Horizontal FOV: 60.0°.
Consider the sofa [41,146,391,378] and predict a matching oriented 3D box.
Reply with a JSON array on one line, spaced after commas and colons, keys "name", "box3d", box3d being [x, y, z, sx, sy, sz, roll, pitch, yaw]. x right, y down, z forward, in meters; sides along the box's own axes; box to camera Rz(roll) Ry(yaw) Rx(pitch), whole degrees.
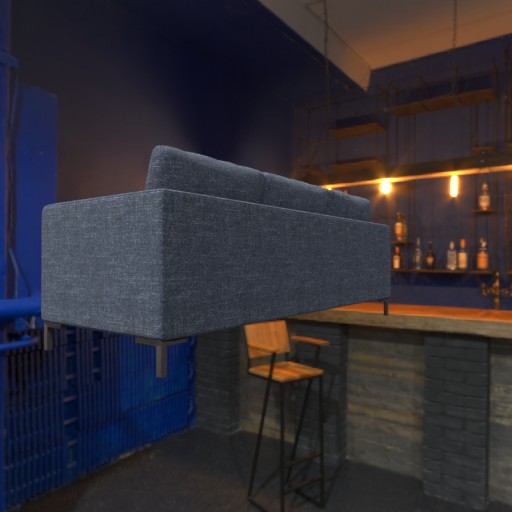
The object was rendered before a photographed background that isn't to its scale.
[{"name": "sofa", "box3d": [0.000, 0.000, 2.672, 0.859, 0.874, 2.218, 0, 0, 37]}]
